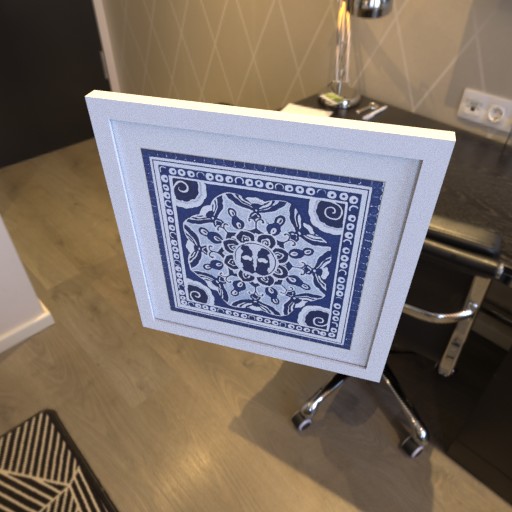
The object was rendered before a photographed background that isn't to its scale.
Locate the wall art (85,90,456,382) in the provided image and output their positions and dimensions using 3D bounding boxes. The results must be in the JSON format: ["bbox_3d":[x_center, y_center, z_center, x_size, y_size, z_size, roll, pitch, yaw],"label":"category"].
[{"bbox_3d":[0.000,0.000,0.838,0.559,0.559,0.028,11,42,12],"label":"wall art"}]
